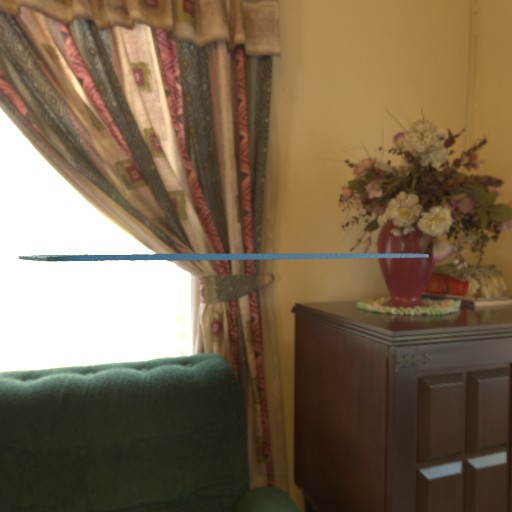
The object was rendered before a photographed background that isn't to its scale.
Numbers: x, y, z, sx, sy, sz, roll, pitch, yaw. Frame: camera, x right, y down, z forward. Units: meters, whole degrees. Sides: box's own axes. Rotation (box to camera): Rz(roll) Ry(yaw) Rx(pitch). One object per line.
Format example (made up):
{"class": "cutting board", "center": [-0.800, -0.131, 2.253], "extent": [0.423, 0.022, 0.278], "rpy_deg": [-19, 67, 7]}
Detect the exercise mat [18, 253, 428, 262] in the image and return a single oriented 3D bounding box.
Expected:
{"class": "exercise mat", "center": [0.000, 0.000, 2.022], "extent": [1.869, 0.021, 0.616], "rpy_deg": [0, 1, -37]}
